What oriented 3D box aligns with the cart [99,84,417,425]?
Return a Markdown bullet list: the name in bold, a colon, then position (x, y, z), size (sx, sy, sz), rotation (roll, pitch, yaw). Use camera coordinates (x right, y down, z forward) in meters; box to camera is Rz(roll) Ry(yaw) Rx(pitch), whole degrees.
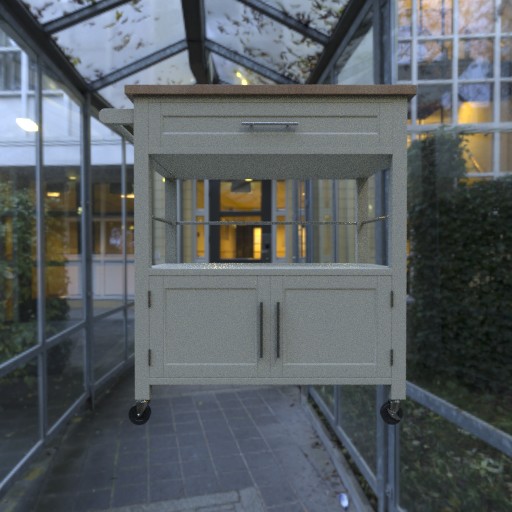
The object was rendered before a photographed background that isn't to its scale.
- **cart**: position (0.000, 0.000, 1.389), size (0.840, 0.901, 0.459), rotation (0, 1, 0)
